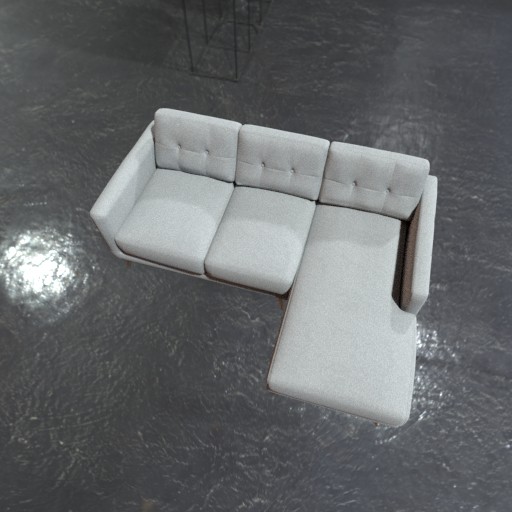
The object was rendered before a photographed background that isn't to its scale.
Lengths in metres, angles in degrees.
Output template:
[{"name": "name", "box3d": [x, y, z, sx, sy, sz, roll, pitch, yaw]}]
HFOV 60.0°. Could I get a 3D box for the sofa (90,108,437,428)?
[{"name": "sofa", "box3d": [0.000, 0.000, 2.771, 2.040, 0.860, 1.530, 14, 58, 9]}]
